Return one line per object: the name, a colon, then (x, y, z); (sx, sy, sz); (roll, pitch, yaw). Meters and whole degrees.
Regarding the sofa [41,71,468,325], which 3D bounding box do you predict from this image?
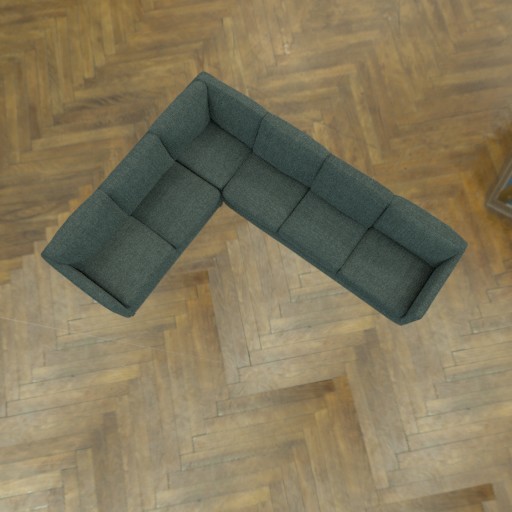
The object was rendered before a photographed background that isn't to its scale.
sofa: (0.000, 0.000, 4.478); (3.302, 0.947, 2.593); (35, 78, 8)
